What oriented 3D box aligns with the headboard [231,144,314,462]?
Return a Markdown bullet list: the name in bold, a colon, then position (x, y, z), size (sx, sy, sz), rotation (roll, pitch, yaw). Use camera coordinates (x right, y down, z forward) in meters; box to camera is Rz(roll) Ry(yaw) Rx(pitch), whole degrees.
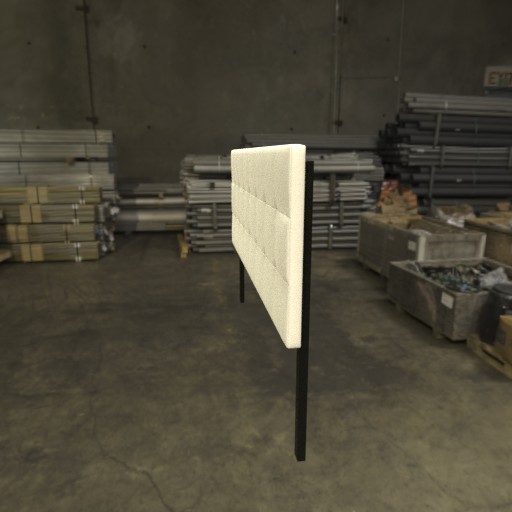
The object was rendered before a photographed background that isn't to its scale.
- **headboard**: position (0.000, 0.000, 2.978), size (0.120, 1.410, 2.362), rotation (-2, 13, -8)
